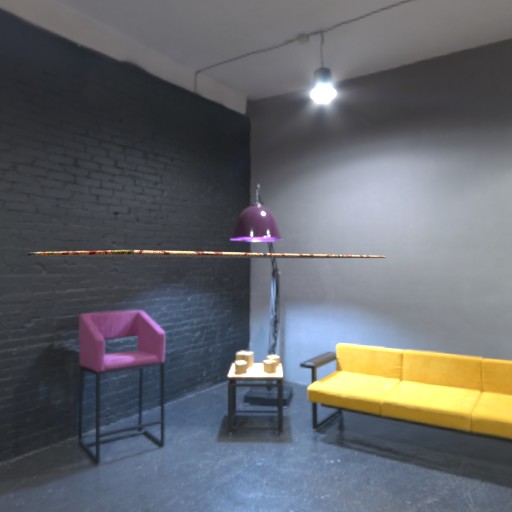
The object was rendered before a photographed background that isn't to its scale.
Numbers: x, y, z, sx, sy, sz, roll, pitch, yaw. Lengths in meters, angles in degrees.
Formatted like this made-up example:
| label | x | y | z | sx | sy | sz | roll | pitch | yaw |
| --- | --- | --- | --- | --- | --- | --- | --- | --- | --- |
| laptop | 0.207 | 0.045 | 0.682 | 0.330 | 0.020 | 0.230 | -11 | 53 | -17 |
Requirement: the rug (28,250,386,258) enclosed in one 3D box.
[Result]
| label | x | y | z | sx | sy | sz | roll | pitch | yaw |
| --- | --- | --- | --- | --- | --- | --- | --- | --- | --- |
| rug | 0.000 | 0.000 | 2.540 | 0.693 | 0.016 | 2.273 | 0 | -1 | 37 |
